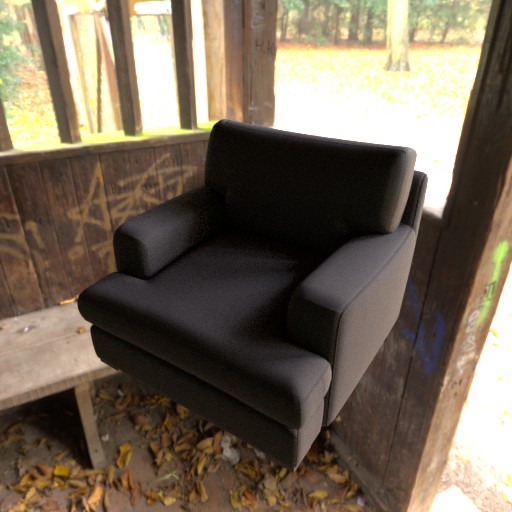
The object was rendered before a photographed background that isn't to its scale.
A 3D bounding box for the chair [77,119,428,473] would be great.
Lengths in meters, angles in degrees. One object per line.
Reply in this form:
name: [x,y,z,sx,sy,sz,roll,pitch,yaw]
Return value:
chair: [0.000,0.000,1.957,1.168,0.940,1.143,18,34,29]
